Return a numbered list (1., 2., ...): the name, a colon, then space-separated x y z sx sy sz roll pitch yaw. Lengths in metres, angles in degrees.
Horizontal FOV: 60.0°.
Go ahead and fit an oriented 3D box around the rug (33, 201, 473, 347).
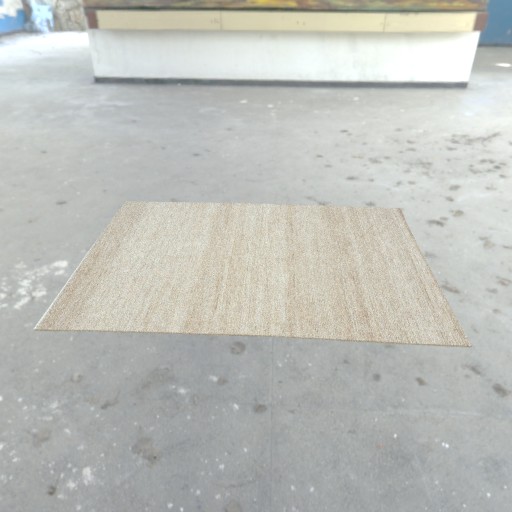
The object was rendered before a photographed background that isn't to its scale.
1. rug: 0.000 0.000 2.964 2.283 0.030 1.596 2 32 3
